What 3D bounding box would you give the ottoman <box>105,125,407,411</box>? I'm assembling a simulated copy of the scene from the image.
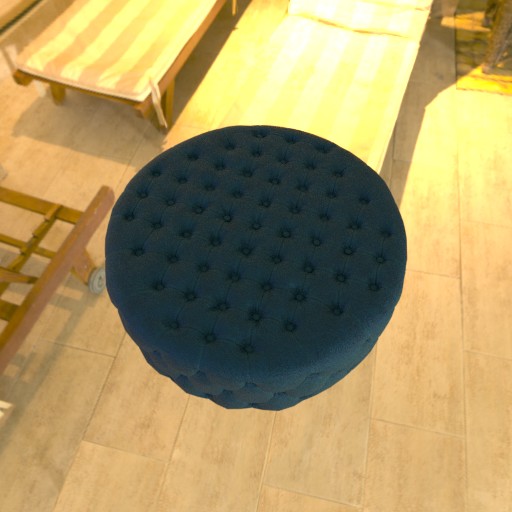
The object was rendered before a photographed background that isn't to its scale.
[{"bbox_3d":[0.000,0.000,1.555,0.998,0.398,0.998,0,58,0],"label":"ottoman"}]
